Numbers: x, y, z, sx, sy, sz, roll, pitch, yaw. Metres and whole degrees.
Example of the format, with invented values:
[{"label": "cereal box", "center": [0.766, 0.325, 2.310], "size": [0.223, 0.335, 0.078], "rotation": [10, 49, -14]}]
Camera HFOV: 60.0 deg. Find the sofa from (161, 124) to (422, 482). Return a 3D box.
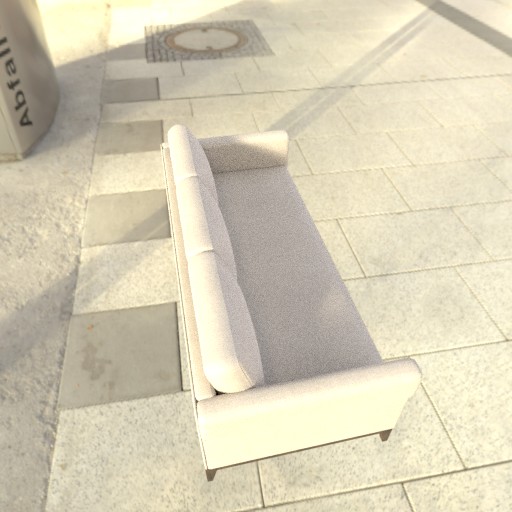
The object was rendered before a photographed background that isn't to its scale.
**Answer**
[{"label": "sofa", "center": [0.000, 0.000, 2.711], "size": [0.959, 0.838, 2.210], "rotation": [-9, 44, -9]}]
